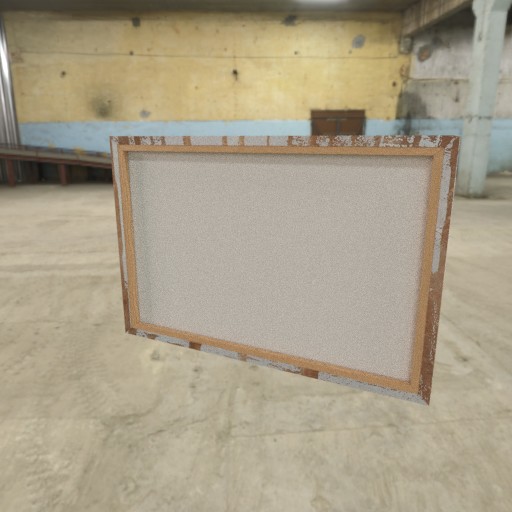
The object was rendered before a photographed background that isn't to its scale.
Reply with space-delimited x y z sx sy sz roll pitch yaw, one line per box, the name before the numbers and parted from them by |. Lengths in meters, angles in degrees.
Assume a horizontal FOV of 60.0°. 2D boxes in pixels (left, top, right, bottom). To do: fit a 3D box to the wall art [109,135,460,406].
wall art | 0.000 0.000 1.163 0.914 0.609 0.035 7 16 25
